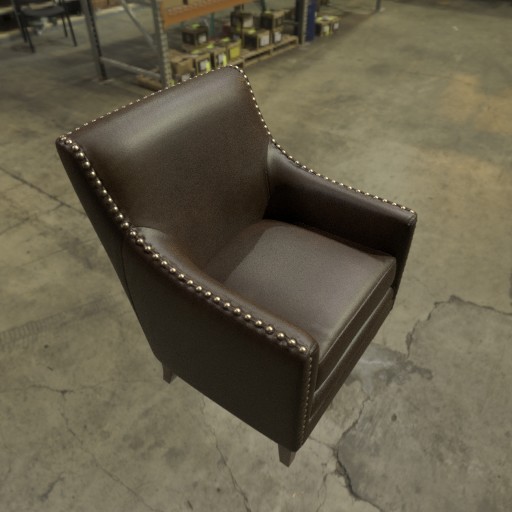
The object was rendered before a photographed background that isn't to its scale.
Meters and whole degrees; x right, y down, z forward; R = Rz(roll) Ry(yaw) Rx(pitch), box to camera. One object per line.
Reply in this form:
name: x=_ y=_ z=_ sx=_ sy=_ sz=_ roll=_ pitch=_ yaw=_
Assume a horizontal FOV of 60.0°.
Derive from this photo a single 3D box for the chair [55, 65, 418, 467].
chair: x=0.000 y=0.000 z=1.277 sx=0.704 sy=0.813 sz=0.639 roll=26 pitch=47 yaw=26
